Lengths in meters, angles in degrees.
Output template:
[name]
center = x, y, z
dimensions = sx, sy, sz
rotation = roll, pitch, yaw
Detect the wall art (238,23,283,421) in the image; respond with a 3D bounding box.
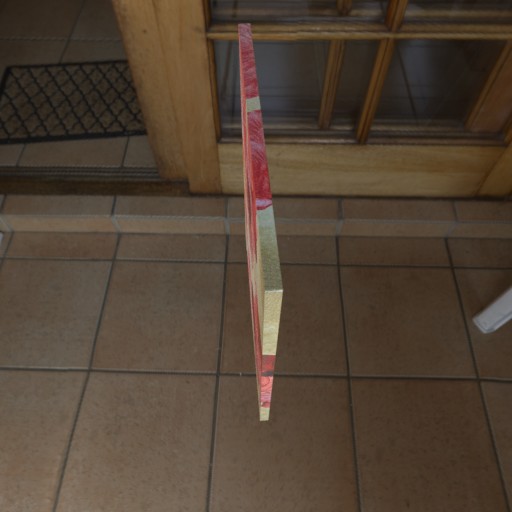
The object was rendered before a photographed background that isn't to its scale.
[wall art]
center = 0.000, 0.000, 1.355
dimensions = 0.031, 1.015, 0.762
rotation = -4, 59, -2
